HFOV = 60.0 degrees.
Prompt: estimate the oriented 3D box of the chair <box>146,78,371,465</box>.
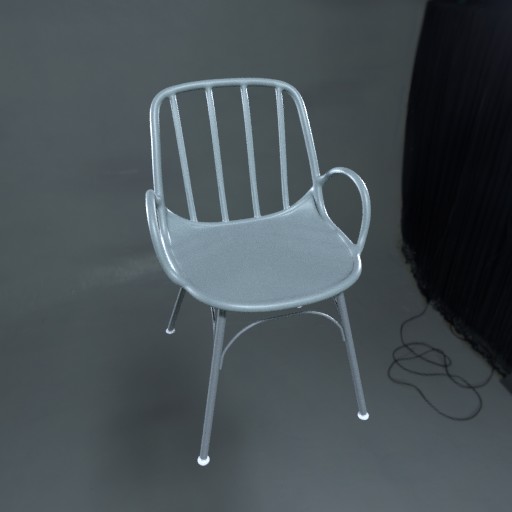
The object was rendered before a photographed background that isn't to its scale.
[{"bbox_3d":[0.000,0.000,1.211,0.549,0.816,0.597,-9,33,-15],"label":"chair"}]
